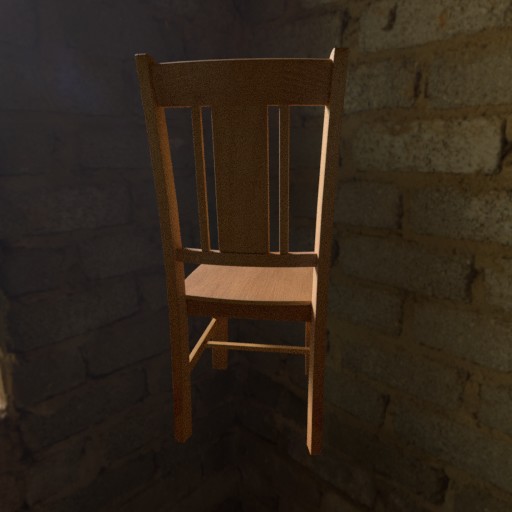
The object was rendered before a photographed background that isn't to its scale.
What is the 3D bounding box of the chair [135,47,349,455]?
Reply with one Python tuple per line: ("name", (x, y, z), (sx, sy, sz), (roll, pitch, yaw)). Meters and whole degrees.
("chair", (0.000, 0.000, 1.280), (0.450, 0.998, 0.556), (2, 14, 8))
